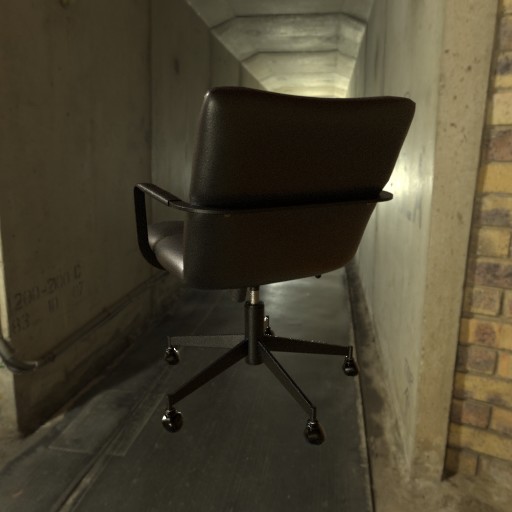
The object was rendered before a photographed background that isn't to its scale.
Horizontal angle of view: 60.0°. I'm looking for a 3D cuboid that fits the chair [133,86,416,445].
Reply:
[{"bbox_3d":[0.000,0.000,1.406,0.719,0.922,0.748,-8,16,-27],"label":"chair"}]
